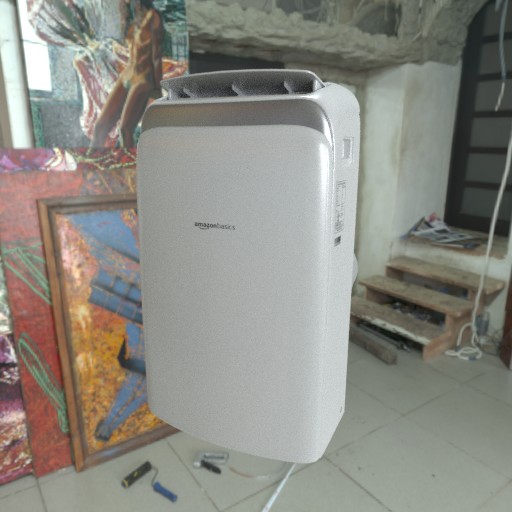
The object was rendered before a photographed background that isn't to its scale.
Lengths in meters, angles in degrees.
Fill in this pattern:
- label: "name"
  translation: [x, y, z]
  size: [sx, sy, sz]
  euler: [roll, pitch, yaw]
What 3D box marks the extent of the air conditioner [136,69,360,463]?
- label: "air conditioner"
  translation: [0.000, 0.000, 1.058]
  size: [0.449, 0.786, 0.414]
  euler: [7, 16, 25]
